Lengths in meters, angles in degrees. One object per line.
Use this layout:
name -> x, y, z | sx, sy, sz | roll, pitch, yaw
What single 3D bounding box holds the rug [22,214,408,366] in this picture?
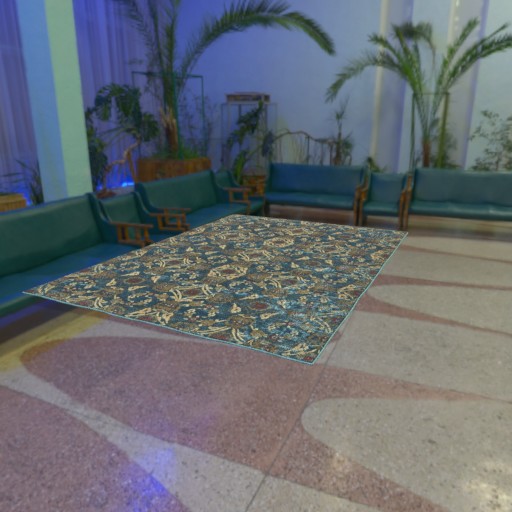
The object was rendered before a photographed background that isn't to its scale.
rug -> 0.000, 0.000, 2.870 | 1.567, 0.014, 2.207 | 8, 19, 25
